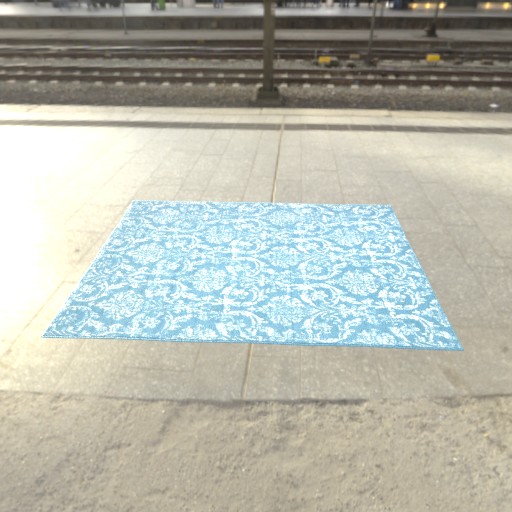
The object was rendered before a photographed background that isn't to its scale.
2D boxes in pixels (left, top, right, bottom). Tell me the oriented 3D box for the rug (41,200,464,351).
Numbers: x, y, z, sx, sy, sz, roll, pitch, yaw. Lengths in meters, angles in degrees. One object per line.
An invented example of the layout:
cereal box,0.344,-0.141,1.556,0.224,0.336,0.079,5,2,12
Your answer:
rug,0.000,0.000,4.119,2.980,0.012,2.363,1,32,2
